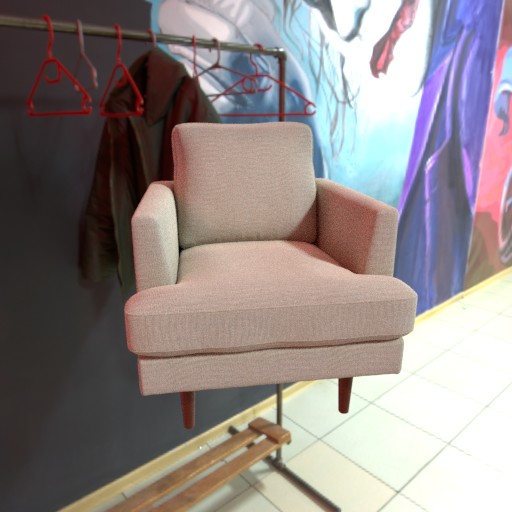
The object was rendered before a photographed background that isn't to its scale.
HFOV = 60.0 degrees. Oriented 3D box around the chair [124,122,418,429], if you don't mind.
[{"bbox_3d":[0.000,0.000,1.655,0.858,0.957,0.899,-3,17,-8],"label":"chair"}]
